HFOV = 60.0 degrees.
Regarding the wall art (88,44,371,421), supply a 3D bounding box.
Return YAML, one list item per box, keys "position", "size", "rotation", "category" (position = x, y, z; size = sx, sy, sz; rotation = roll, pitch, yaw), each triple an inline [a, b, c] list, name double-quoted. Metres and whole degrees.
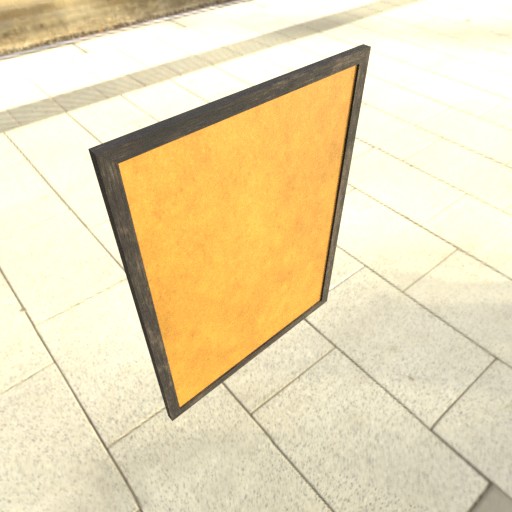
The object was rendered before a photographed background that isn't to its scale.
- position: [0.000, 0.000, 1.380]
  size: [0.812, 1.066, 0.029]
  rotation: [-32, 53, -29]
  category: "wall art"
